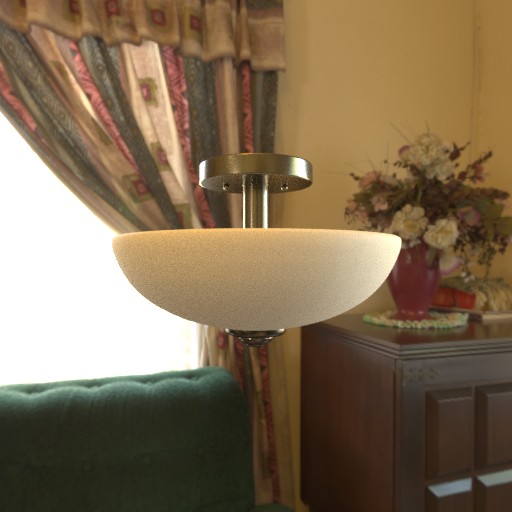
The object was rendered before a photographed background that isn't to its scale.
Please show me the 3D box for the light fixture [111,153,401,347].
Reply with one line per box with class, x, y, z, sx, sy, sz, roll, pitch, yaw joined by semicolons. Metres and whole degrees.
light fixture;0.000;0.000;0.529;0.330;0.214;0.330;0;-1;0
